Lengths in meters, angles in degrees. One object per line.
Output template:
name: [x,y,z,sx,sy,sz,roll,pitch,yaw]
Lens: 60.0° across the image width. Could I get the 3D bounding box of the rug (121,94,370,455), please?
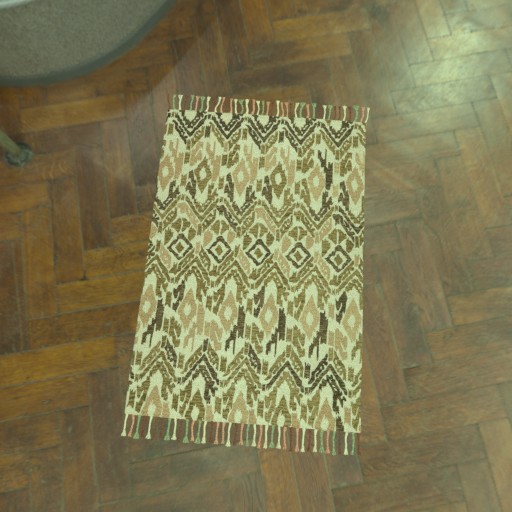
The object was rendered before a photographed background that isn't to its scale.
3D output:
rug: [0.000,0.000,3.026,1.524,0.008,2.438,4,75,1]
